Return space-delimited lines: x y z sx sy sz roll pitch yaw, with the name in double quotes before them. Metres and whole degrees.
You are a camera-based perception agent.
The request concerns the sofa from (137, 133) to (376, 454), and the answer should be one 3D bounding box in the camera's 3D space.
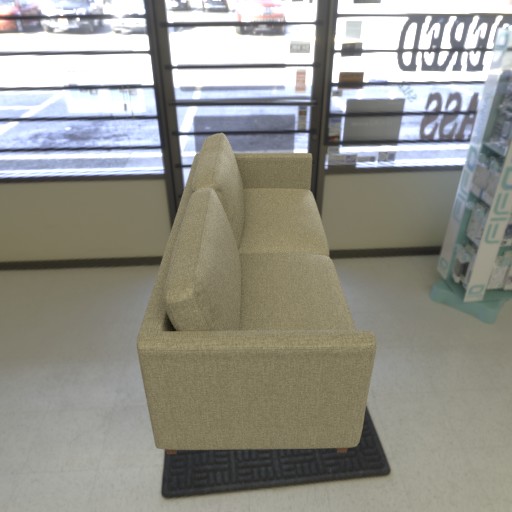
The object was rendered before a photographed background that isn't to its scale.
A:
"sofa" 0.000 0.000 2.729 0.956 0.960 2.208 0 32 -1
